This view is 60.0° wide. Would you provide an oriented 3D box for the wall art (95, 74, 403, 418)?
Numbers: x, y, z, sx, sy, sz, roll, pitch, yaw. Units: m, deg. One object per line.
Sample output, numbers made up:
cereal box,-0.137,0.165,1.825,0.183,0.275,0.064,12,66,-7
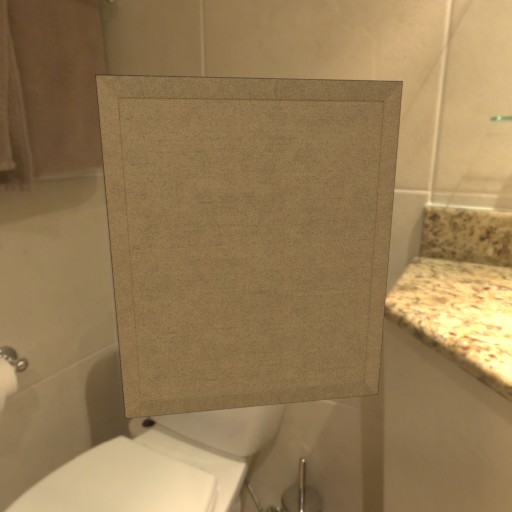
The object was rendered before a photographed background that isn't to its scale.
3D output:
wall art,0.000,0.000,0.612,0.381,0.457,0.023,-2,15,-9
